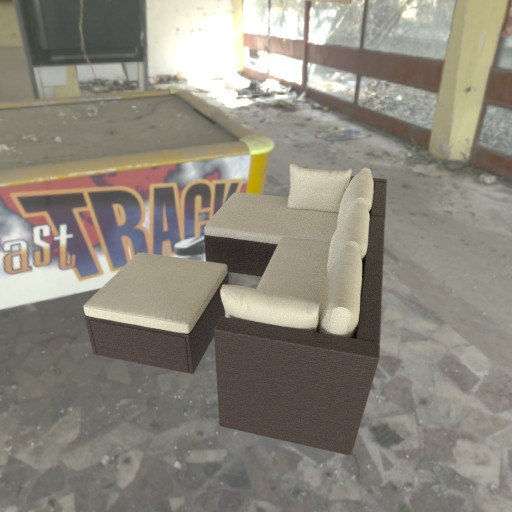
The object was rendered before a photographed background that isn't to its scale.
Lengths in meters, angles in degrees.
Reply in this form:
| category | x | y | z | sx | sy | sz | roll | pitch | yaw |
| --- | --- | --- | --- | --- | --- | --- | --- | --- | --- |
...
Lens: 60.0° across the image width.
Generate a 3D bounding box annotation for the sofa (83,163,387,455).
| category | x | y | z | sx | sy | sz | roll | pitch | yaw |
| --- | --- | --- | --- | --- | --- | --- | --- | --- | --- |
| sofa | 0.000 | 0.000 | 2.979 | 1.612 | 0.766 | 2.192 | 8 | 30 | 13 |
